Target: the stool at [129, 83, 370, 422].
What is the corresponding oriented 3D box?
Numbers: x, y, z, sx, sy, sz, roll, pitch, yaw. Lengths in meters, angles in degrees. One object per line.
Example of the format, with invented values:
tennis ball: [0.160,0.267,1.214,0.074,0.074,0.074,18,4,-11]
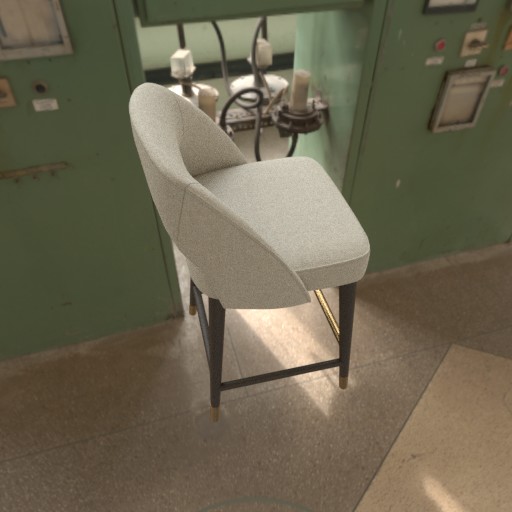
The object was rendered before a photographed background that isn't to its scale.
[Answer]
stool: [0.000,0.000,1.233,0.509,0.940,0.494,-11,47,-10]
